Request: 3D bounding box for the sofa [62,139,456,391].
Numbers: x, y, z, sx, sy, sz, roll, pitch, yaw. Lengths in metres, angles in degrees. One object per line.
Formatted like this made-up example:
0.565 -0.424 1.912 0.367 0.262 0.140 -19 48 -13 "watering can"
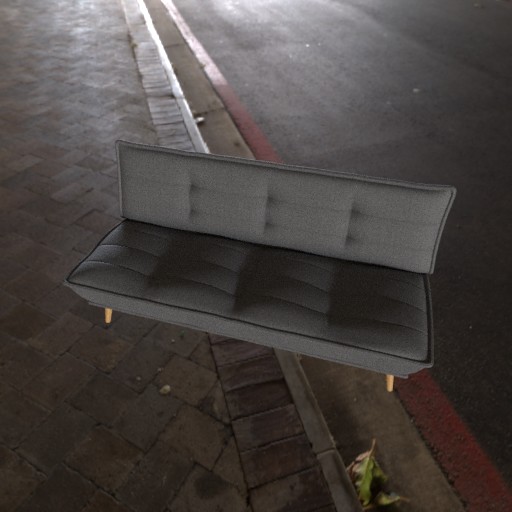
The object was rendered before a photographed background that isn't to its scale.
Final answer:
0.000 0.000 2.507 1.940 0.890 0.950 11 41 13 "sofa"
